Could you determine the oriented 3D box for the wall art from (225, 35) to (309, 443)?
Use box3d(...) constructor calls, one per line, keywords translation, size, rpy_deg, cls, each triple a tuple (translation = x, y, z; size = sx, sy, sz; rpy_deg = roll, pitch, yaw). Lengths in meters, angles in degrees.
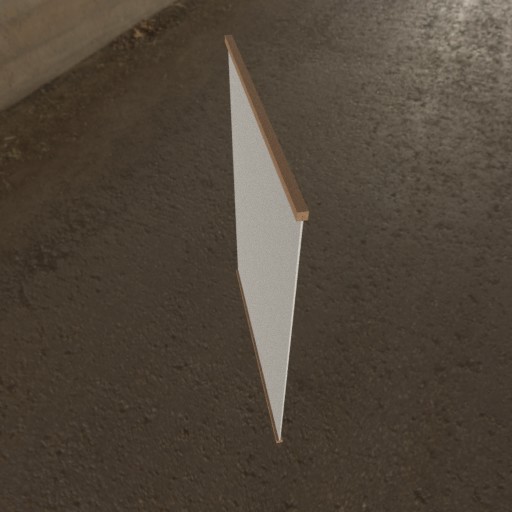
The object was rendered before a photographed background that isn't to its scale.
box3d(translation=(0.000, 0.000, 0.814), size=(0.012, 0.608, 0.459), rpy_deg=(-9, 48, -8), cls="wall art")
